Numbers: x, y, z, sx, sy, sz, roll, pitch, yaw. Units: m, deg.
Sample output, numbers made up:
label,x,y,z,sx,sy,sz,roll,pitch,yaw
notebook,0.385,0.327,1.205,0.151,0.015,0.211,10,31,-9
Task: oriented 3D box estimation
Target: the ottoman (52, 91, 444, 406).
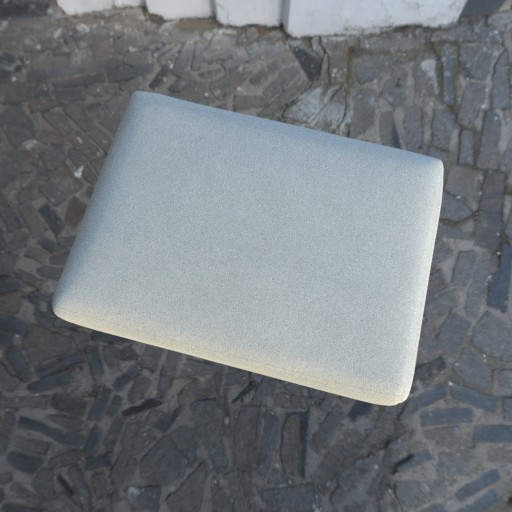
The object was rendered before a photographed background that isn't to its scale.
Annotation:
label,x,y,z,sx,sy,sz,roll,pitch,yaw
ottoman,0.000,0.000,1.149,0.773,0.499,0.569,14,75,4
